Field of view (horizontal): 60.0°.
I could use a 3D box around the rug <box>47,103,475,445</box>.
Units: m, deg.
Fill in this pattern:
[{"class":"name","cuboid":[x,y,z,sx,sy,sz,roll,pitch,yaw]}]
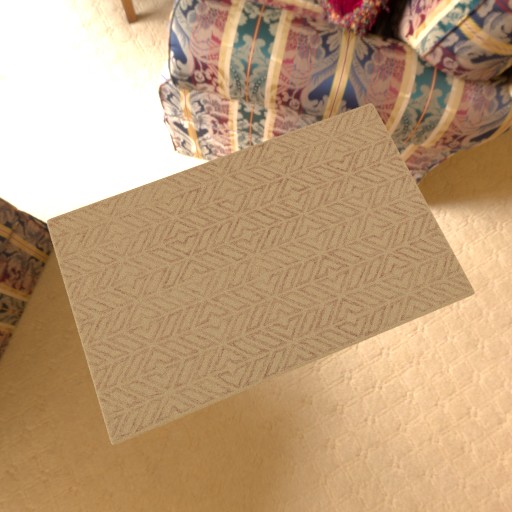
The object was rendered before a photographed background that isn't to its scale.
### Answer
[{"class":"rug","cuboid":[0.000,0.000,2.919,2.438,0.008,1.523,-21,76,-6]}]
